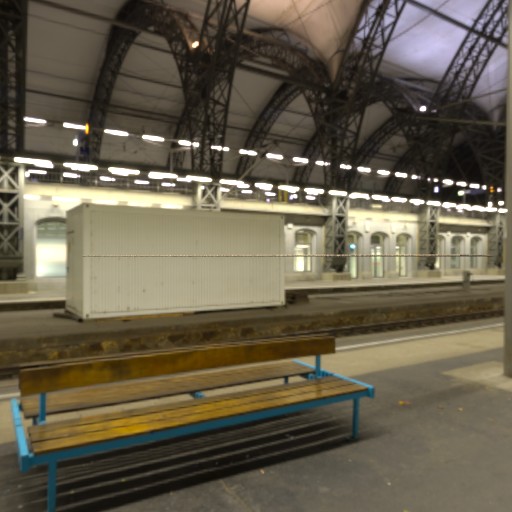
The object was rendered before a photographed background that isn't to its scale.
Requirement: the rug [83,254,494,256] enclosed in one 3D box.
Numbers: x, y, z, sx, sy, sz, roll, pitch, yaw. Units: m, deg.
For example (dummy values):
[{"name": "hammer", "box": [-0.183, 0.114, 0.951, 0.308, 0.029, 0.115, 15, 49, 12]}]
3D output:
[{"name": "rug", "box": [0.000, 0.000, 2.663, 2.432, 0.008, 0.766, 0, 0, 36]}]
